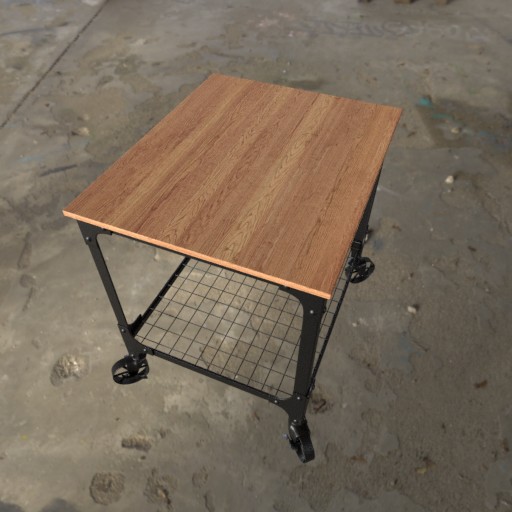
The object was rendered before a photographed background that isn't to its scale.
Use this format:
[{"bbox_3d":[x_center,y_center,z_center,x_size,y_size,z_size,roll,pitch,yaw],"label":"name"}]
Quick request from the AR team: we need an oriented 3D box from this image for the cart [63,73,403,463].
[{"bbox_3d":[0.000,0.000,1.110,0.558,0.603,0.666,17,49,15],"label":"cart"}]
